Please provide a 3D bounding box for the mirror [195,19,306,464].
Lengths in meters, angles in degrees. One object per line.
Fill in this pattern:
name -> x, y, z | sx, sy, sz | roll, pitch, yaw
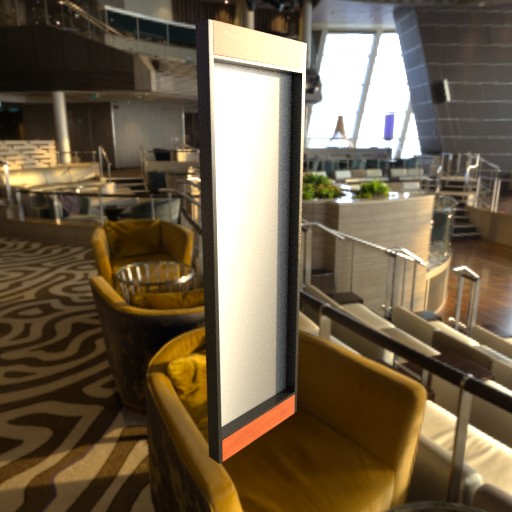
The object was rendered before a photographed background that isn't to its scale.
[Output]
mirror -> 0.000, 0.000, 1.225 | 0.047, 1.123, 0.343 | 14, 20, 42
